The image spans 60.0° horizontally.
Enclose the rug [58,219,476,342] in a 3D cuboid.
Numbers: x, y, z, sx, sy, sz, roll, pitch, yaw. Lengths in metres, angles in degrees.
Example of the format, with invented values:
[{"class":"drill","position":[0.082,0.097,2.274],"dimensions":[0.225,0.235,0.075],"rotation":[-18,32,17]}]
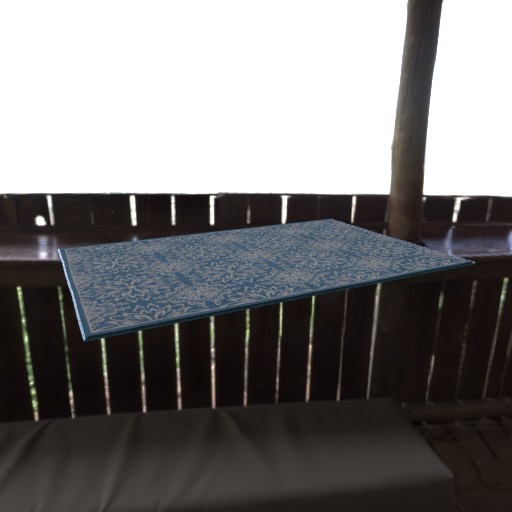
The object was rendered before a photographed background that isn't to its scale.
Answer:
[{"class":"rug","position":[0.000,0.000,3.502],"dimensions":[2.769,0.018,1.830],"rotation":[-8,18,-26]}]
